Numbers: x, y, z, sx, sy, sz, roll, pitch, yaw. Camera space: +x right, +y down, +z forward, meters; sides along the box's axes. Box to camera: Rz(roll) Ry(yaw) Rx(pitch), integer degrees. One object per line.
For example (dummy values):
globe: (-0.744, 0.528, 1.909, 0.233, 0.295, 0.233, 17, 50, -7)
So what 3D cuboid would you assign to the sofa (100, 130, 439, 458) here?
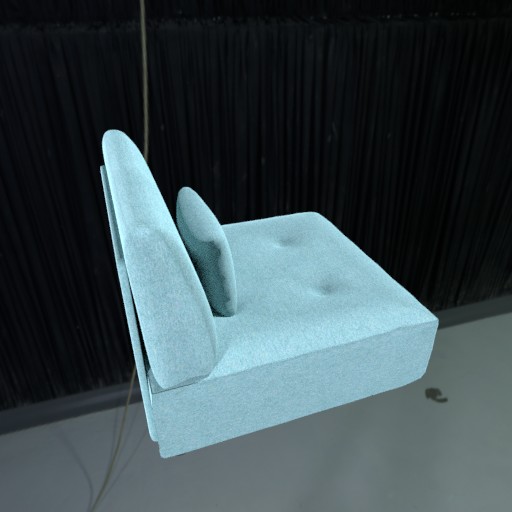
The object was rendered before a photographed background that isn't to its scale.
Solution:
sofa: (0.000, 0.000, 1.689, 1.000, 0.820, 0.930, -10, 33, -17)
